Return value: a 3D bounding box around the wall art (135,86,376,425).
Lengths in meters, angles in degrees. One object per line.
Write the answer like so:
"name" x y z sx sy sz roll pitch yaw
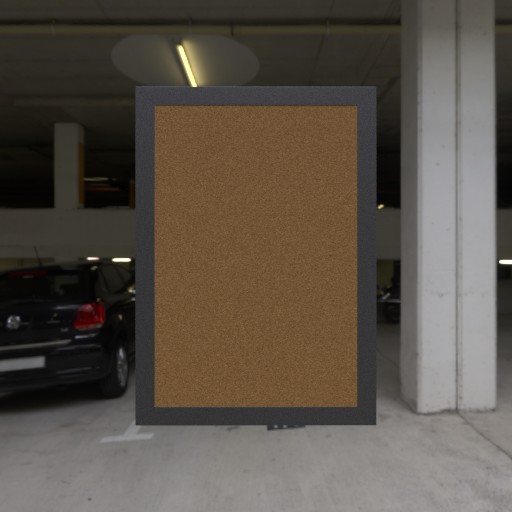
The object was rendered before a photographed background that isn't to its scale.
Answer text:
"wall art" 0.000 0.000 0.704 0.380 0.534 0.013 0 0 0
